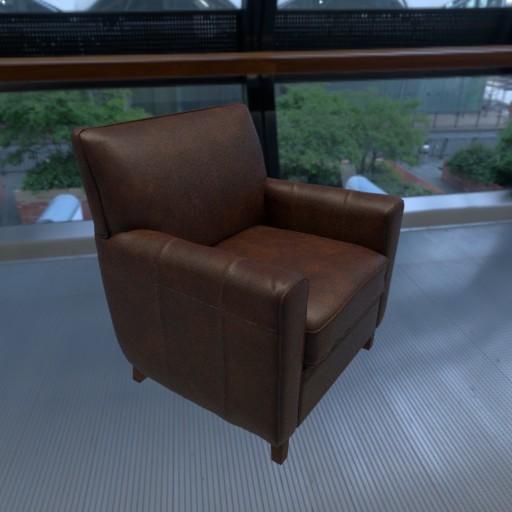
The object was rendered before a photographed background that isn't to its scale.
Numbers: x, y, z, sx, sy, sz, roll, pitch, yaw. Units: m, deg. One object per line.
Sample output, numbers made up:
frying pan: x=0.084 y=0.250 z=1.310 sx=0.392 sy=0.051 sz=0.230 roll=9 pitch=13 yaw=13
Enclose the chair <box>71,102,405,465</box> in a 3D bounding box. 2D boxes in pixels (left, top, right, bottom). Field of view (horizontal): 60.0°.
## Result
chair: x=0.000 y=0.000 z=1.607 sx=0.823 sy=0.943 sz=0.870 roll=17 pitch=31 yaw=31
